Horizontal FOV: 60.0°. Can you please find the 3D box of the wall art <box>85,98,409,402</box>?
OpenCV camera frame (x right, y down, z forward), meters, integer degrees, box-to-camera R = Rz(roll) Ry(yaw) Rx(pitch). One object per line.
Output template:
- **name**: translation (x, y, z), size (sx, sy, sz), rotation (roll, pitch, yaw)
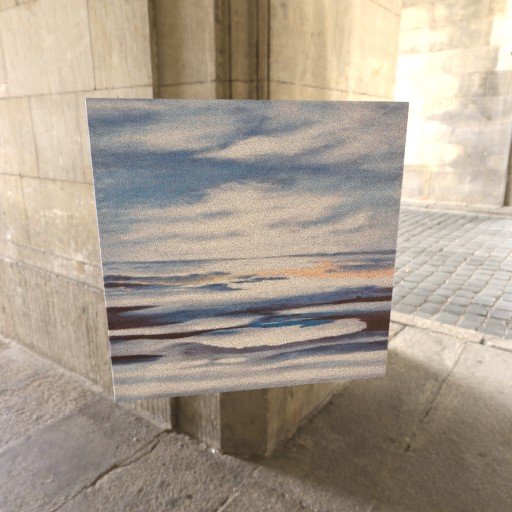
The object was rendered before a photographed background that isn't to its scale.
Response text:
- **wall art**: translation (0.000, 0.000, 1.124), size (0.747, 0.747, 0.035), rotation (-3, 16, -9)
